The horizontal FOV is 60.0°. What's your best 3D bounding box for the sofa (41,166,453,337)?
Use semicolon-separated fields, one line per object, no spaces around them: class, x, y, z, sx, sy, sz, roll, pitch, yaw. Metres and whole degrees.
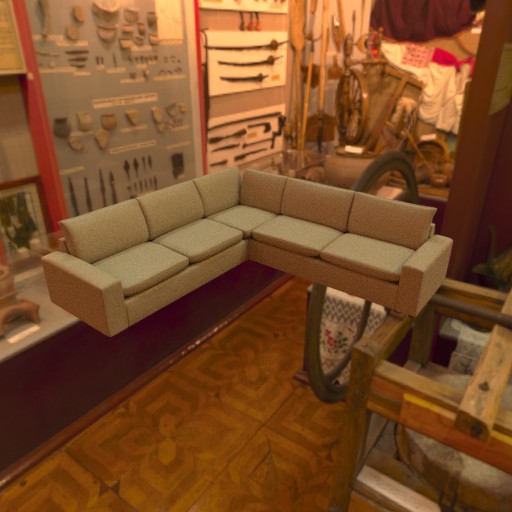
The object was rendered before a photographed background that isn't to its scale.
sofa;0.000;0.000;4.086;2.742;0.800;2.622;19;32;33
